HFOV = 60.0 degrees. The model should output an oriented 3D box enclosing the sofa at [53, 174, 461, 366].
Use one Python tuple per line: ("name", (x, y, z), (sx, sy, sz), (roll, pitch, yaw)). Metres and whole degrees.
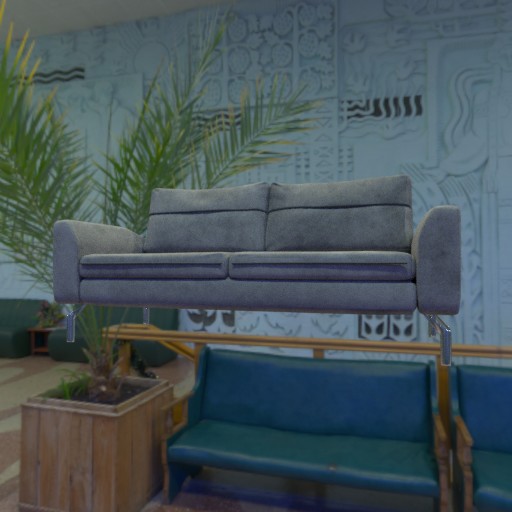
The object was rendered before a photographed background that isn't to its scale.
("sofa", (0.000, 0.000, 2.278), (1.837, 0.859, 0.849), (0, -1, 18))
